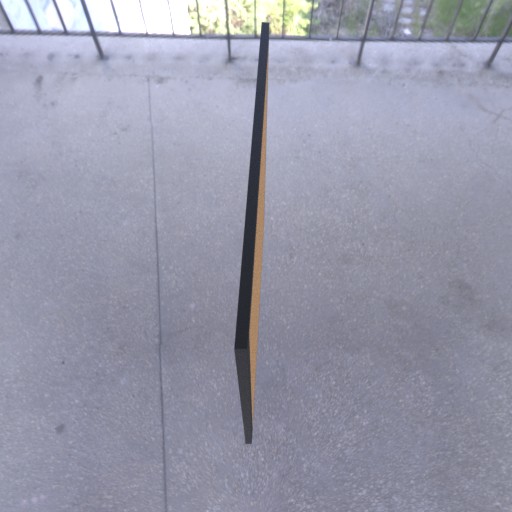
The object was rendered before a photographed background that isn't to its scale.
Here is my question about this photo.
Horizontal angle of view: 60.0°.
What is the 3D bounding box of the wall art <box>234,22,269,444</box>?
[{"bbox_3d":[0.000,0.000,0.965,0.016,0.659,0.663,3,58,2],"label":"wall art"}]
